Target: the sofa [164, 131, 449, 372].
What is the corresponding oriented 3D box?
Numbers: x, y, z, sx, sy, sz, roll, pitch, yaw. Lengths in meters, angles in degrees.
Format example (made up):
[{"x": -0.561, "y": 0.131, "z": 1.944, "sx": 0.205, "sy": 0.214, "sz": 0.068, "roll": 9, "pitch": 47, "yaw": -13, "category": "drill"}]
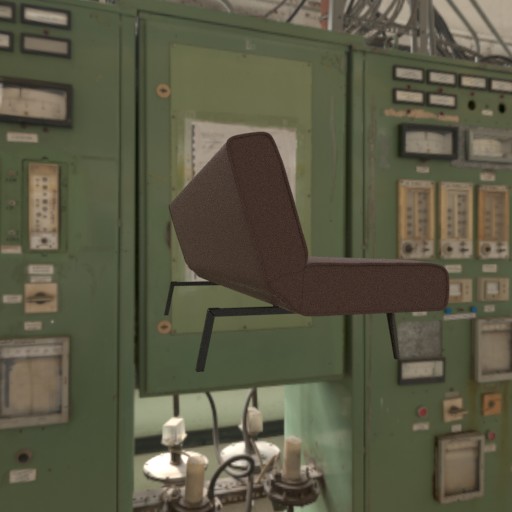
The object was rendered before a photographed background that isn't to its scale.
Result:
[{"x": 0.000, "y": 0.000, "z": 2.072, "sx": 0.747, "sy": 0.699, "sz": 1.703, "roll": 0, "pitch": 1, "yaw": -16, "category": "sofa"}]
